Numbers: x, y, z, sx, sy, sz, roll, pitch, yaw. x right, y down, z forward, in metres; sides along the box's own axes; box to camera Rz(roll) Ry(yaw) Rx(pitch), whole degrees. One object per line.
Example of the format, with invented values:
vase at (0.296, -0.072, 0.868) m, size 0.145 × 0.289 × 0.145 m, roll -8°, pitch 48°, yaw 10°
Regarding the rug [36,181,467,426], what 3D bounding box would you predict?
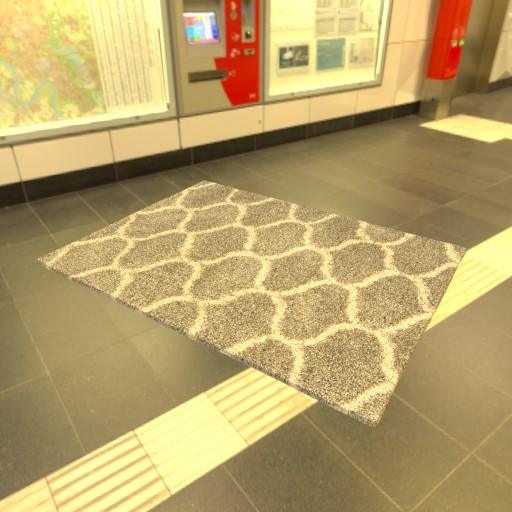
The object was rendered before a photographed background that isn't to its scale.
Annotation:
rug at (0.000, 0.000, 2.044) m, size 1.600 × 0.025 × 1.200 m, roll 19°, pitch 35°, yaw 29°
